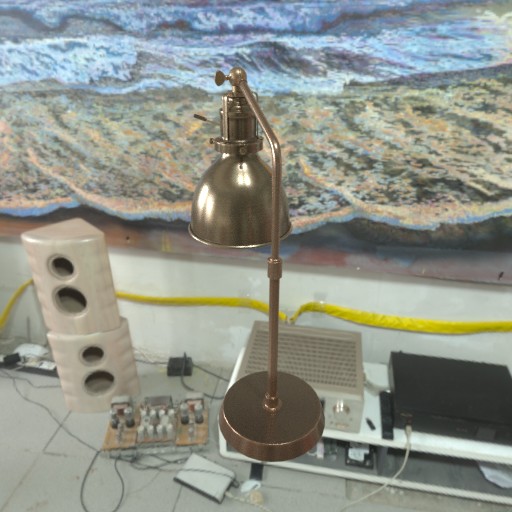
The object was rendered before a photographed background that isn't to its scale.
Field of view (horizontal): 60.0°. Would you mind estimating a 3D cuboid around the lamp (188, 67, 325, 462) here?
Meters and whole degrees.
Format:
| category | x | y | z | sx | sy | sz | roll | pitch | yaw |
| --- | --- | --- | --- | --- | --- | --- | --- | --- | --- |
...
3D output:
| category | x | y | z | sx | sy | sz | roll | pitch | yaw |
| --- | --- | --- | --- | --- | --- | --- | --- | --- | --- |
| lamp | 0.000 | 0.000 | 0.591 | 0.153 | 0.456 | 0.286 | -9 | 29 | -17 |
